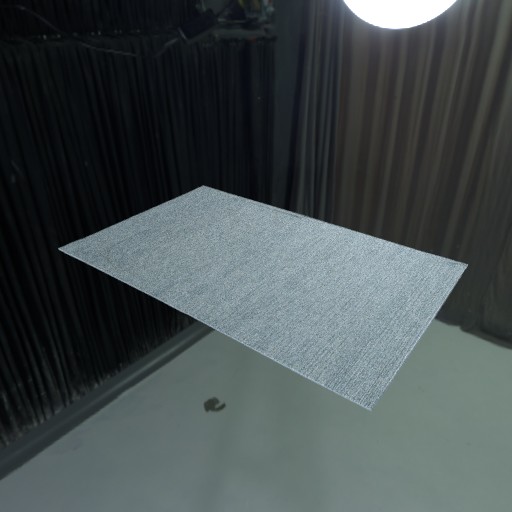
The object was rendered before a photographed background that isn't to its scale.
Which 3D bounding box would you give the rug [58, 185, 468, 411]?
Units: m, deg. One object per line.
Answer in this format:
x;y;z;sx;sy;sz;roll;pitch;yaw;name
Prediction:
0.000;0.000;2.353;1.853;0.022;1.174;21;36;32;rug
